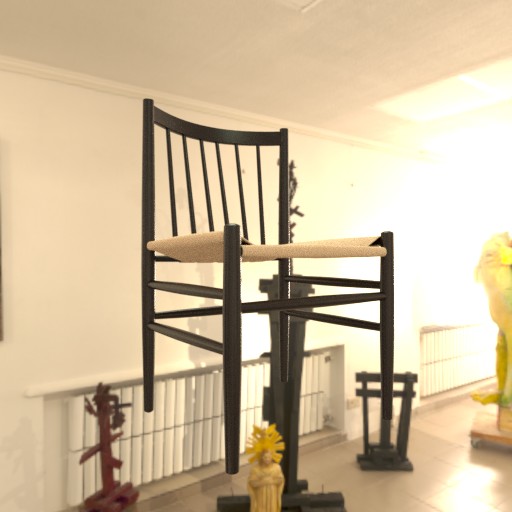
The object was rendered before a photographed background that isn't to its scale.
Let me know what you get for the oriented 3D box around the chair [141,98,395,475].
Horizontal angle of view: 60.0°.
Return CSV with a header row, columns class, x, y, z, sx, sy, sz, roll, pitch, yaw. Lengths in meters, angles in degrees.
class,x,y,z,sx,sy,sz,roll,pitch,yaw
chair,0.000,0.000,1.161,0.495,0.818,0.516,0,0,-36
